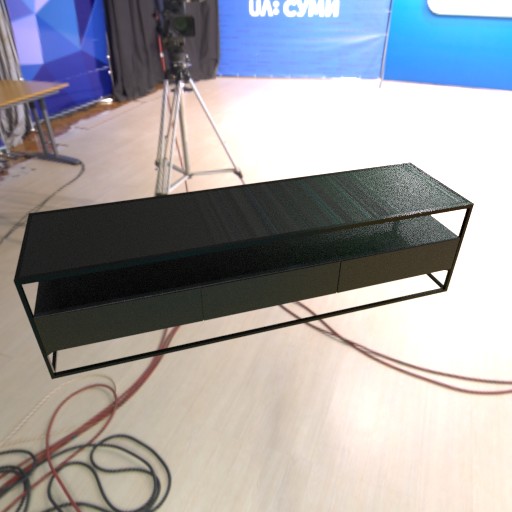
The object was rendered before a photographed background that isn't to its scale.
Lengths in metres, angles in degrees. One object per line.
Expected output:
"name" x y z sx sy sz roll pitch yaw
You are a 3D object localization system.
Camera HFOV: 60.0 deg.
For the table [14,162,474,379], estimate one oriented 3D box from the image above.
"table" 0.000 0.000 1.638 1.486 0.395 0.399 -10 36 -14
